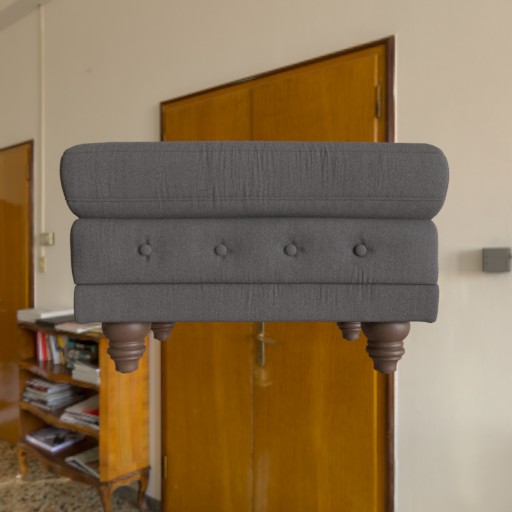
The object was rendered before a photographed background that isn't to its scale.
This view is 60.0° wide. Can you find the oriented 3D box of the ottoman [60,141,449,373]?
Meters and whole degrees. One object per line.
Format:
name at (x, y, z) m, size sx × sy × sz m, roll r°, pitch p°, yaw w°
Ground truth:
ottoman at (0.000, 0.000, 1.136) m, size 0.771 × 0.500 × 0.569 m, roll 0°, pitch 0°, yaw 0°
